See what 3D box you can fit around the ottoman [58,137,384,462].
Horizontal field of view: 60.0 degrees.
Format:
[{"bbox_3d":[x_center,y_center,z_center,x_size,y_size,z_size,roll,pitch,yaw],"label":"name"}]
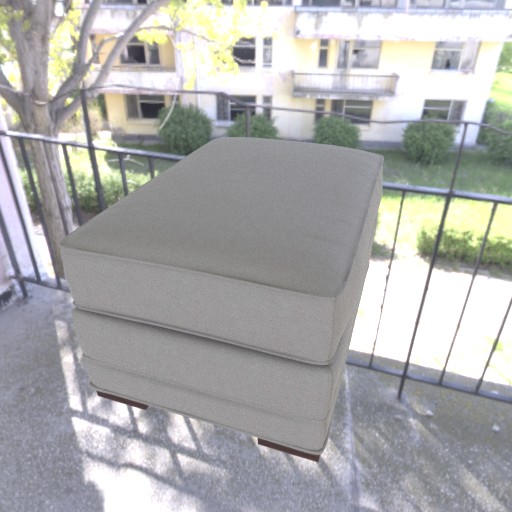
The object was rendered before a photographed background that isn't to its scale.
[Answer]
[{"bbox_3d":[0.000,0.000,1.237,0.611,0.482,0.848,10,32,16],"label":"ottoman"}]
